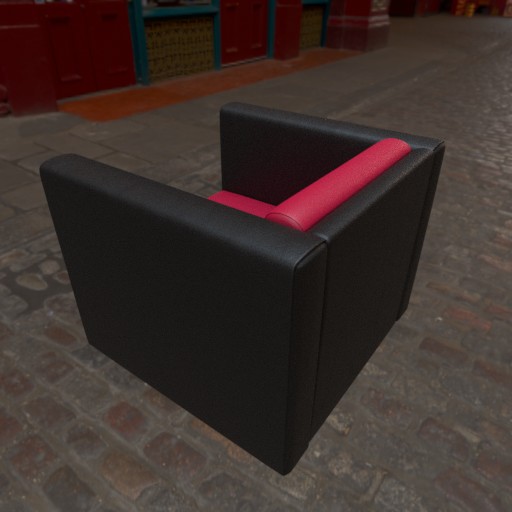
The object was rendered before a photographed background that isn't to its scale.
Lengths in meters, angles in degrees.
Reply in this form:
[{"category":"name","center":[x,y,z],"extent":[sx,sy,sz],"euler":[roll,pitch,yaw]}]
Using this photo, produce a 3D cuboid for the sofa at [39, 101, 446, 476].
[{"category":"sofa","center":[0.000,0.000,1.407],"extent":[0.809,0.724,0.839],"euler":[22,38,30]}]
